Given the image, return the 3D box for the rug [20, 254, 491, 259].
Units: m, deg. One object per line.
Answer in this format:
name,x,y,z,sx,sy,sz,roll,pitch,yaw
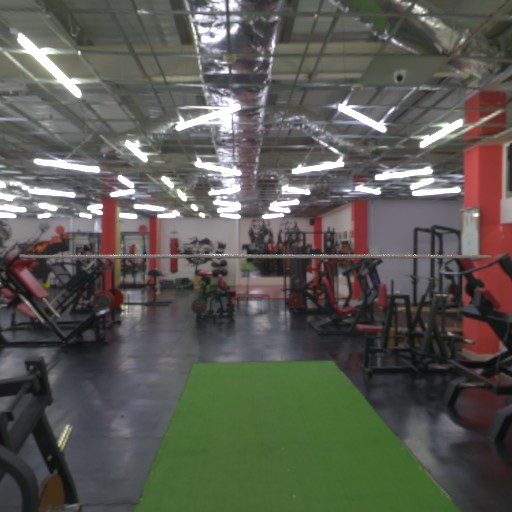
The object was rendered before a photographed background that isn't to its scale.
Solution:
rug,0.000,0.000,4.024,3.007,0.032,2.434,0,0,0
